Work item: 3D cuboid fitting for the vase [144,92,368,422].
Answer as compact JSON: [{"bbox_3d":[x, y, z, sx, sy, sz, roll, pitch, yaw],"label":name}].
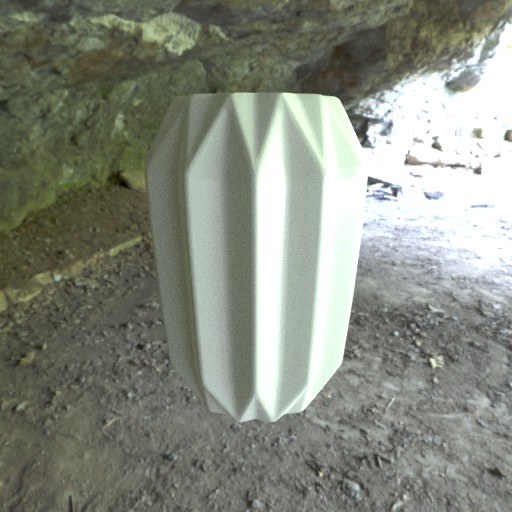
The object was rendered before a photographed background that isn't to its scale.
[{"bbox_3d":[0.000,0.000,0.407,0.195,0.275,0.195,0,16,0],"label":"vase"}]
